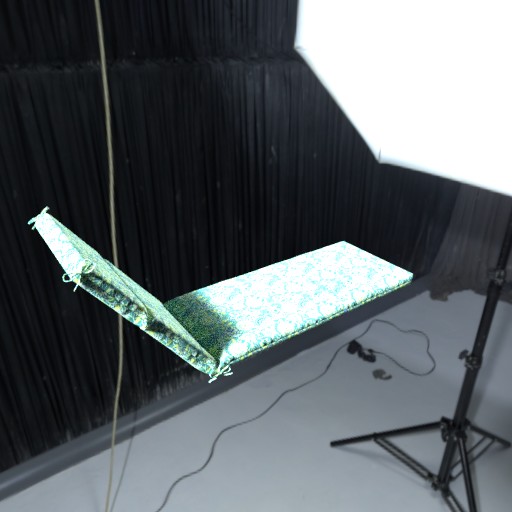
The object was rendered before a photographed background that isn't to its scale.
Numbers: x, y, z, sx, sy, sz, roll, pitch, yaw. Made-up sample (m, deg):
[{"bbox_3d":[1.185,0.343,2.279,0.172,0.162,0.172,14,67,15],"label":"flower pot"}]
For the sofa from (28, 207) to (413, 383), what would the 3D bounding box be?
[{"bbox_3d":[0.000,0.000,1.960,1.663,0.622,0.582,-18,32,-31],"label":"sofa"}]
